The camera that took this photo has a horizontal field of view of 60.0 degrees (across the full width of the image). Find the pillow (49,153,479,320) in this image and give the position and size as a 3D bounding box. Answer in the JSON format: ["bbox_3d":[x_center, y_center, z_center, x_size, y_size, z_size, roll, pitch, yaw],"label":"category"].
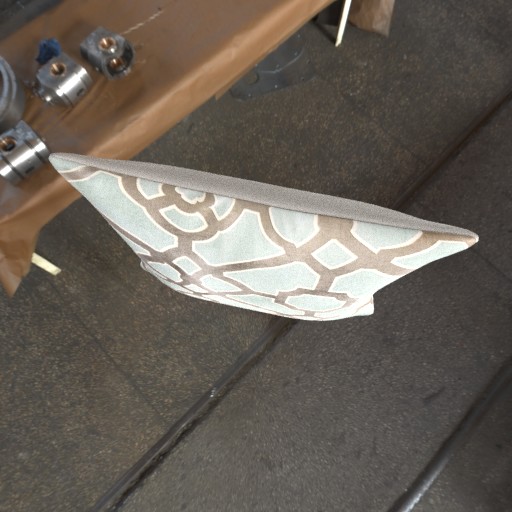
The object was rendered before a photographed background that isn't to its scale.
[{"bbox_3d":[0.000,0.000,0.794,0.552,0.508,0.166,11,74,3],"label":"pillow"}]
